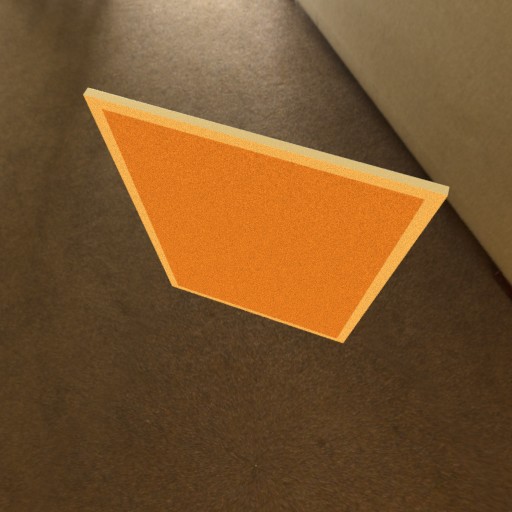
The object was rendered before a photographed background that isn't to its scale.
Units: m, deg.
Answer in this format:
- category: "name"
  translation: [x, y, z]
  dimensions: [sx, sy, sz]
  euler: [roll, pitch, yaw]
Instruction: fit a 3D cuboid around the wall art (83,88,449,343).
- category: "wall art"
  translation: [0.000, 0.000, 0.824]
  dimensions: [0.456, 0.656, 0.013]
  euler: [18, 66, 8]
